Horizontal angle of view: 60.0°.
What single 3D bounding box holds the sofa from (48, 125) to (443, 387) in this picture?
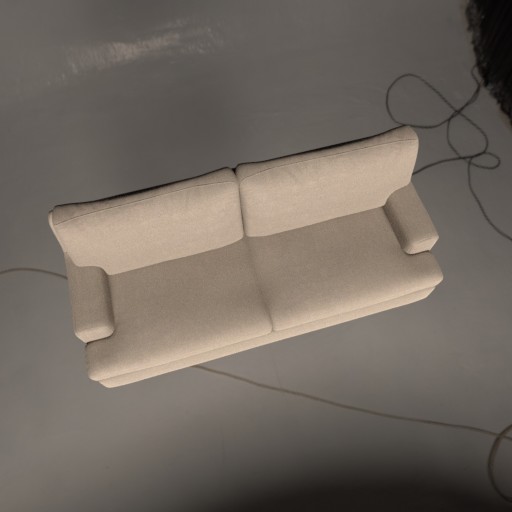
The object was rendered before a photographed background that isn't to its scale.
[{"bbox_3d":[0.000,0.000,2.869,2.354,0.980,0.962,-15,65,-7],"label":"sofa"}]
